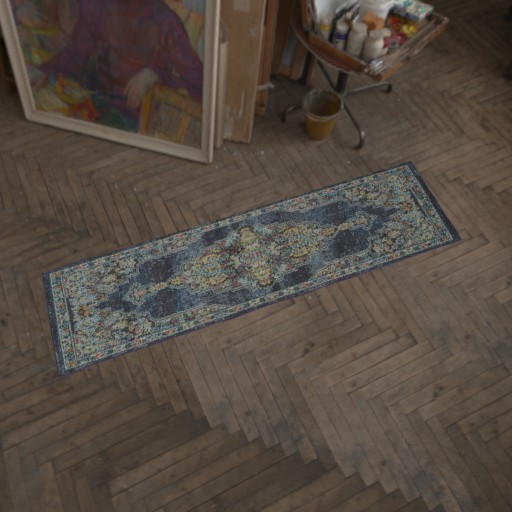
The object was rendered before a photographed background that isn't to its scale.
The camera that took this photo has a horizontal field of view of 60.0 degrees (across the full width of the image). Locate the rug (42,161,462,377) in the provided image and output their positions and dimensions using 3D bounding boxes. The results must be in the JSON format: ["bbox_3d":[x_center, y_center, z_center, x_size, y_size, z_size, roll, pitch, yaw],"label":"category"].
[{"bbox_3d":[0.000,0.000,2.476,2.283,0.016,0.602,-18,65,-8],"label":"rug"}]
